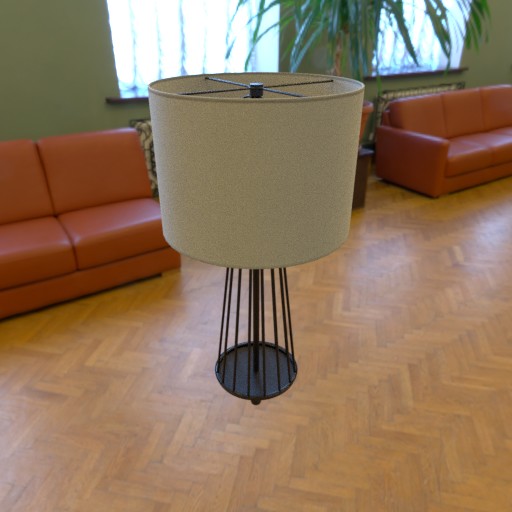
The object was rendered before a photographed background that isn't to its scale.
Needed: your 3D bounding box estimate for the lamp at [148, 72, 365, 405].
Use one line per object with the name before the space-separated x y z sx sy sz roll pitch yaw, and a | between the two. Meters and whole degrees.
lamp | 0.000 0.000 0.809 0.322 0.593 0.322 -18 33 -30
